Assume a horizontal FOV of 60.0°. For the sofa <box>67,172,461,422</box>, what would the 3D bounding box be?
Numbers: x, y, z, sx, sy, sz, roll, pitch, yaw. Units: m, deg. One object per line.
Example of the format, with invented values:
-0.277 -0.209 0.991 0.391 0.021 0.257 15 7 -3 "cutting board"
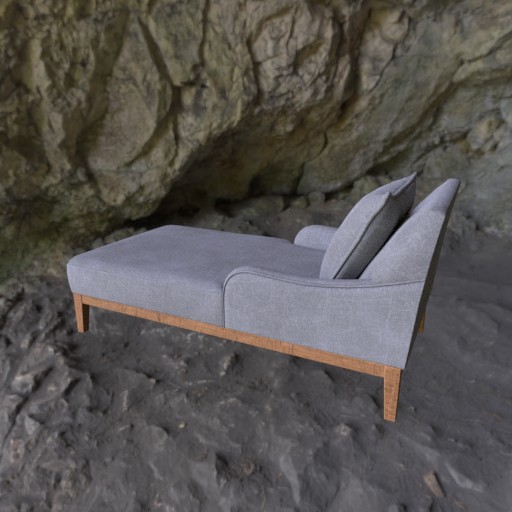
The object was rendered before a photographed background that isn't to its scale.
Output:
0.000 0.000 2.264 1.779 0.859 0.894 9 19 25 "sofa"
